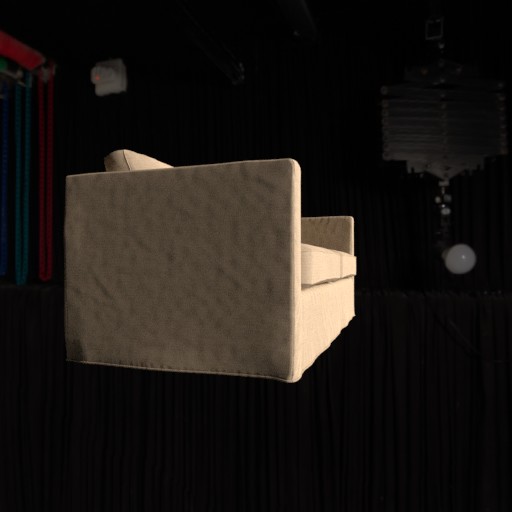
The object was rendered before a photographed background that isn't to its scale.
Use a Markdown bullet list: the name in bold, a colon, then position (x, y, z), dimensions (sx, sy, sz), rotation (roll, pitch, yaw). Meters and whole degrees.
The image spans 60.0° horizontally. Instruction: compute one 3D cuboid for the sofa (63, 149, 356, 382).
- **sofa**: position (0.000, 0.000, 2.489), dimensions (0.956, 0.847, 1.987), rotation (0, -1, 18)
